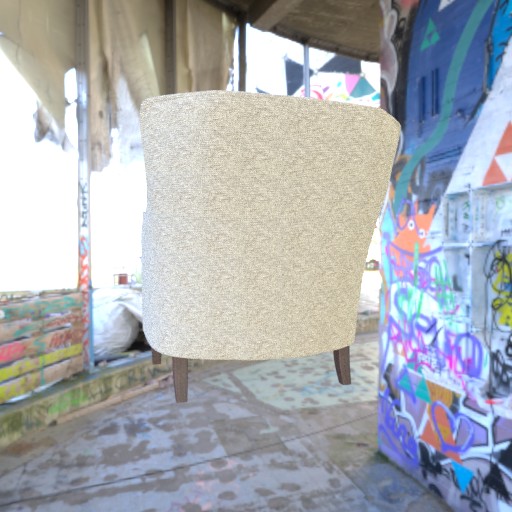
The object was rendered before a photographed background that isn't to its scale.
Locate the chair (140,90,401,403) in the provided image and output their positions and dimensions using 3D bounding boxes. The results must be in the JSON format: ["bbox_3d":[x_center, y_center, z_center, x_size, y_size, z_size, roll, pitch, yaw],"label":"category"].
[{"bbox_3d":[0.000,0.000,1.651,0.820,0.920,0.910,0,1,-18],"label":"chair"}]
